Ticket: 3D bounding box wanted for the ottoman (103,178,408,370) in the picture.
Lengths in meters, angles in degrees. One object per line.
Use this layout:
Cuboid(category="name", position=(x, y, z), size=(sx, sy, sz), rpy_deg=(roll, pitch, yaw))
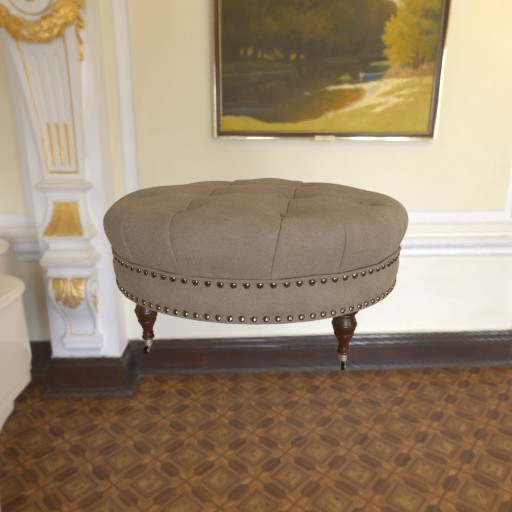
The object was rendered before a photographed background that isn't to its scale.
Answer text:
Cuboid(category="ottoman", position=(0.000, 0.000, 1.390), size=(0.901, 0.439, 0.901), rpy_deg=(0, 15, 0))
